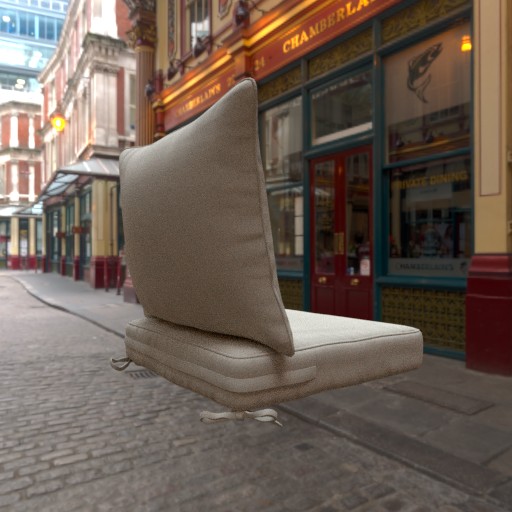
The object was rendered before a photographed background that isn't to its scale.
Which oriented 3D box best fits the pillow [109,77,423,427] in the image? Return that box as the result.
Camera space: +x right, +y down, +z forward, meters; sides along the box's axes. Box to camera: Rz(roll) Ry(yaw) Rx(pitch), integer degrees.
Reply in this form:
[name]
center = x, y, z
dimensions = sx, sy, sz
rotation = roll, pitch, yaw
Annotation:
[pillow]
center = 0.000, 0.000, 1.349
dimensions = 0.733, 0.716, 0.798
rotation = 0, -1, -36
